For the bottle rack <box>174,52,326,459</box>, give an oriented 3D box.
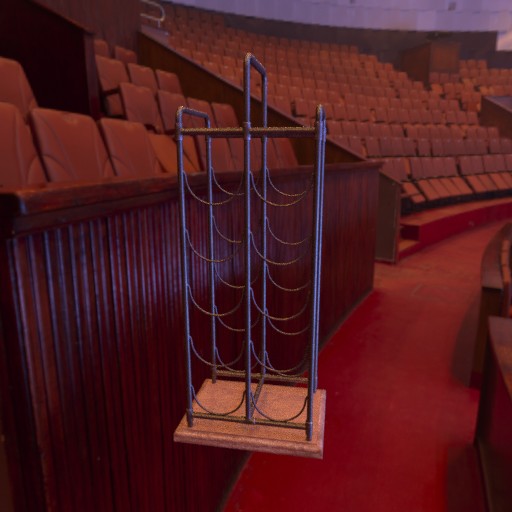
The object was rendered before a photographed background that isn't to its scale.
[{"bbox_3d":[0.000,0.000,0.828,0.276,0.680,0.208,2,14,10],"label":"bottle rack"}]
